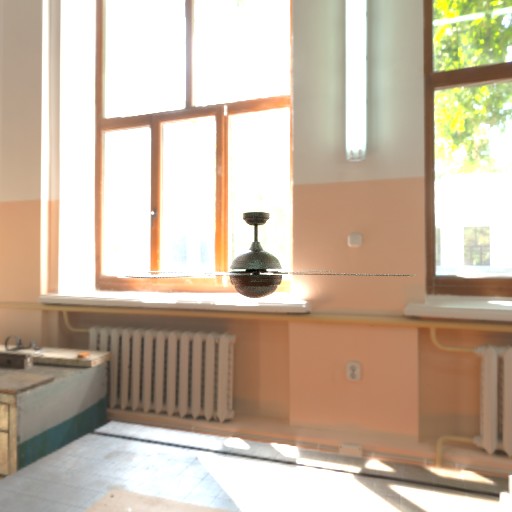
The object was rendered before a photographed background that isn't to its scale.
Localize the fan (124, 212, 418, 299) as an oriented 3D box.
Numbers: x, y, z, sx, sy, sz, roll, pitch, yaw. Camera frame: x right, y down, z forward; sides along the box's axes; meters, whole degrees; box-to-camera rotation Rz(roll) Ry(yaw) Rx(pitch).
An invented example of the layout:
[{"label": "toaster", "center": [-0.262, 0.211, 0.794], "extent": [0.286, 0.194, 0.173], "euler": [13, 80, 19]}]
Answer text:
[{"label": "fan", "center": [0.000, 0.000, 1.980], "extent": [1.321, 0.381, 1.321], "euler": [1, -1, -35]}]
